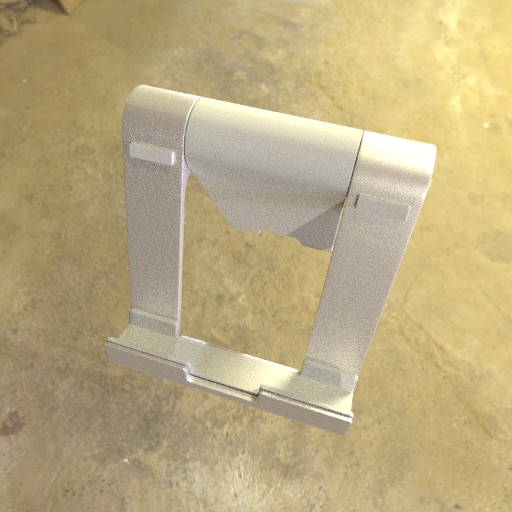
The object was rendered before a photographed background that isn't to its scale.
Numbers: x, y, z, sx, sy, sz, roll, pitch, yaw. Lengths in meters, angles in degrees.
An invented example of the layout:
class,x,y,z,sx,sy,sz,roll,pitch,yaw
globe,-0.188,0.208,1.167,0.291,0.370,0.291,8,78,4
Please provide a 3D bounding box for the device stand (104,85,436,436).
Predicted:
class,x,y,z,sx,sy,sz,roll,pitch,yaw
device stand,0.000,0.000,0.147,0.086,0.084,0.079,15,59,9
